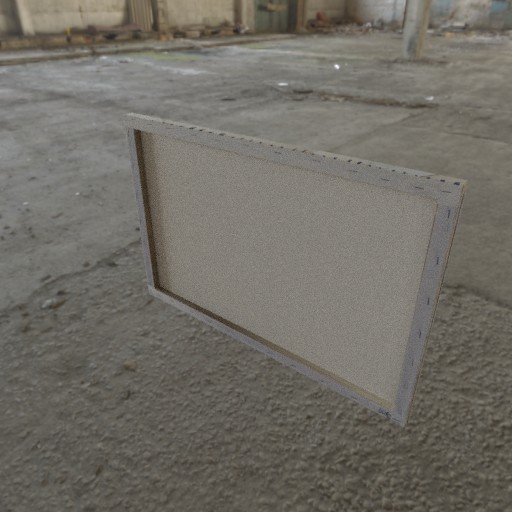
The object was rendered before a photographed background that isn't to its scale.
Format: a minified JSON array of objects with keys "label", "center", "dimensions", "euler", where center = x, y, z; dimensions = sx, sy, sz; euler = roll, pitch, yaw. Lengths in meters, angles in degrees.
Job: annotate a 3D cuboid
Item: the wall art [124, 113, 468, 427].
[{"label":"wall art","center":[0.000,0.000,1.443],"dimensions":[1.143,0.757,0.038],"euler":[21,36,32]}]
